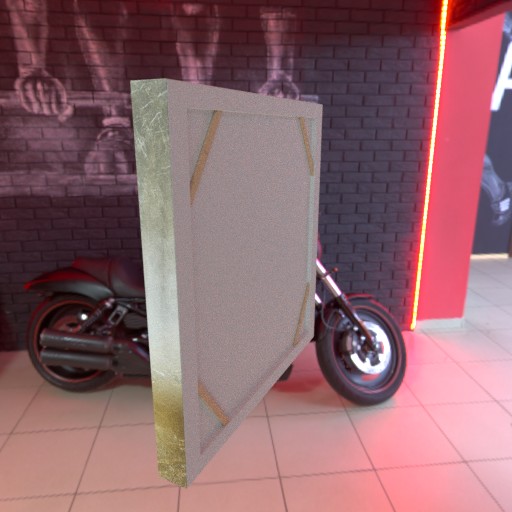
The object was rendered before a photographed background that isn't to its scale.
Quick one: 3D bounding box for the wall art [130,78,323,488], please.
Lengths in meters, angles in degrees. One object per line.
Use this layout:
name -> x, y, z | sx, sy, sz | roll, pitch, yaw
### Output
wall art -> 0.000, 0.000, 0.598 | 0.038, 0.407, 0.405 | 8, 17, 25
